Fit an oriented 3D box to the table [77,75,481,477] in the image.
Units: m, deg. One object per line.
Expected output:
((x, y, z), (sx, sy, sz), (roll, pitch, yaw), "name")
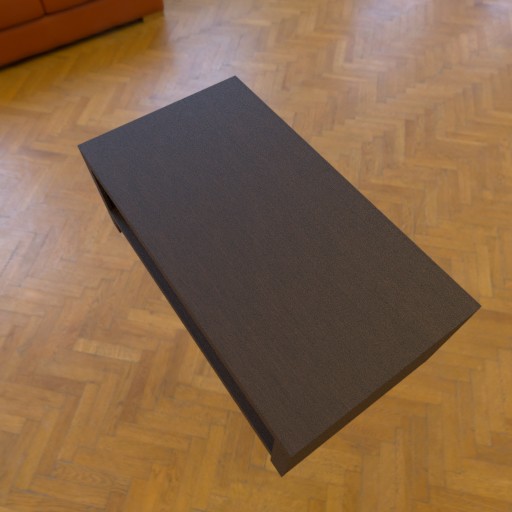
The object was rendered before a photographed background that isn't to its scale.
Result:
((0.000, 0.000, 1.425), (0.597, 0.424, 1.099), (-31, 63, -18), "table")
